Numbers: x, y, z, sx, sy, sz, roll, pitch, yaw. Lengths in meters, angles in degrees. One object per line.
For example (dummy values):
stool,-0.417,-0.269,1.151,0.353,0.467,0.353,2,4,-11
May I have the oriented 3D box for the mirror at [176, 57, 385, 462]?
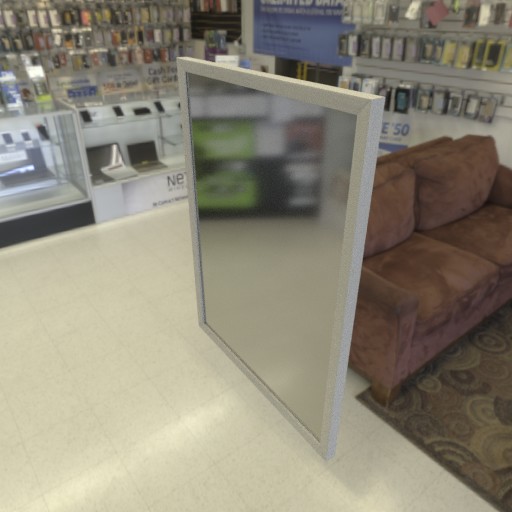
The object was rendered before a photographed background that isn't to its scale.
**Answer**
mirror,0.000,0.000,1.315,0.040,1.016,0.762,-20,36,-30
